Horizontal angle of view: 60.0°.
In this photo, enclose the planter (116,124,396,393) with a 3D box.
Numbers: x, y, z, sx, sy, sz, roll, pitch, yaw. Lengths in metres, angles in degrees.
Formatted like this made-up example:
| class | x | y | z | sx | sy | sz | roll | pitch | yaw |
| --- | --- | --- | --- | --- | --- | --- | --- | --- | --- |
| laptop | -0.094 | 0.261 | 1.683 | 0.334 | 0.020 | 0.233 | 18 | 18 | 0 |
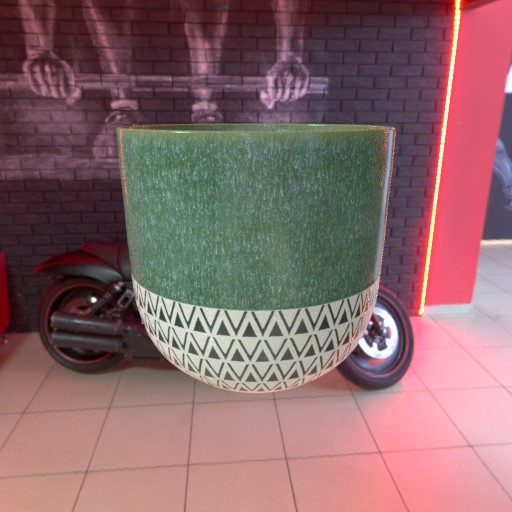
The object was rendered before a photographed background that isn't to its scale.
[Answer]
| class | x | y | z | sx | sy | sz | roll | pitch | yaw |
| --- | --- | --- | --- | --- | --- | --- | --- | --- | --- |
| planter | 0.000 | 0.000 | 0.481 | 0.266 | 0.270 | 0.266 | 0 | 18 | 0 |
